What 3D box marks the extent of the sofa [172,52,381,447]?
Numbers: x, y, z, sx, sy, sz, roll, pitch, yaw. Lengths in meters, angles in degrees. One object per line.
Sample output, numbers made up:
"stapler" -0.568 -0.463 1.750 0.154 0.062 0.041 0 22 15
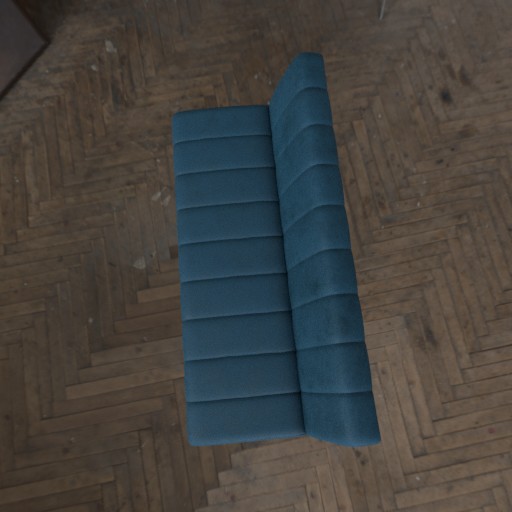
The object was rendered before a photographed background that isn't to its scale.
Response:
"sofa" 0.000 0.000 2.317 0.830 0.825 1.810 -5 76 -1
